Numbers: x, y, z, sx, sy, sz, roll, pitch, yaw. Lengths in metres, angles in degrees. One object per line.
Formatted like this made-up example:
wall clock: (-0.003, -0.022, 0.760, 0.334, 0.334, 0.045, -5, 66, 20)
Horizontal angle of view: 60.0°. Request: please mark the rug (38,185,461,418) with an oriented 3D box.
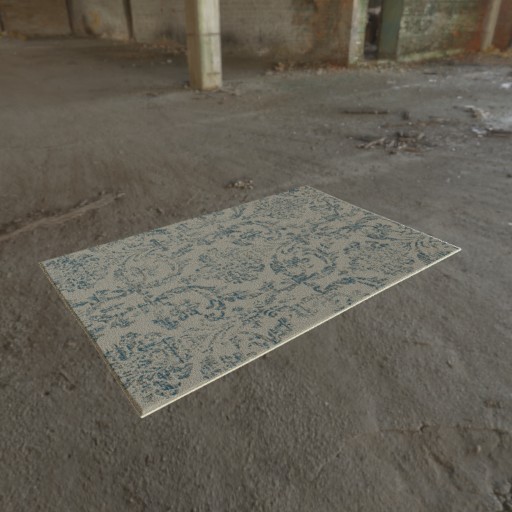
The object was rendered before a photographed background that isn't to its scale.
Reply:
rug: (0.000, 0.000, 2.293, 1.831, 0.012, 1.213, -20, 35, -32)
